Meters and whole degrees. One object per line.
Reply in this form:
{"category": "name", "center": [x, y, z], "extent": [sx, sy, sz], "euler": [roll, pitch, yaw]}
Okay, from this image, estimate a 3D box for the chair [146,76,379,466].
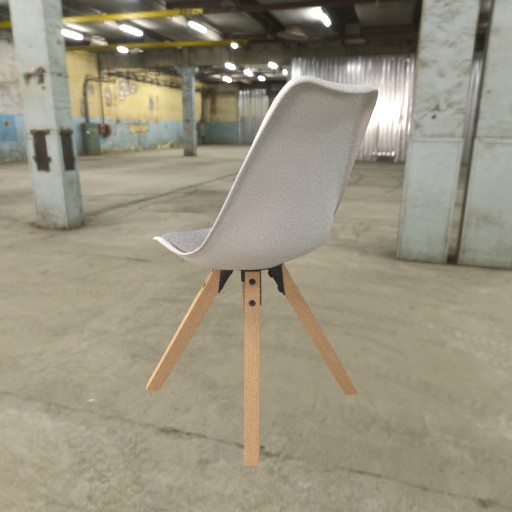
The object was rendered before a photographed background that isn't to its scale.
{"category": "chair", "center": [0.000, 0.000, 1.199], "extent": [0.485, 0.850, 0.550], "euler": [-15, 21, -42]}
